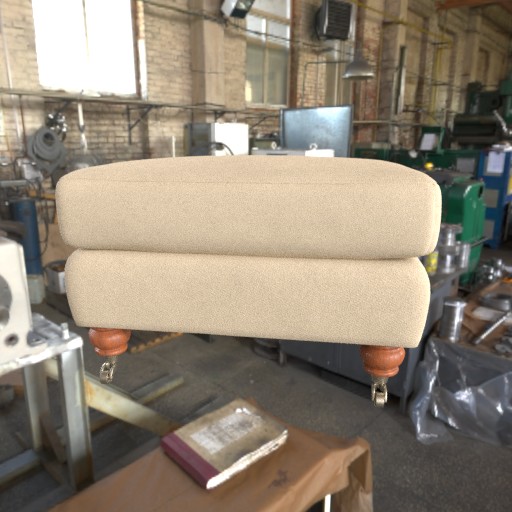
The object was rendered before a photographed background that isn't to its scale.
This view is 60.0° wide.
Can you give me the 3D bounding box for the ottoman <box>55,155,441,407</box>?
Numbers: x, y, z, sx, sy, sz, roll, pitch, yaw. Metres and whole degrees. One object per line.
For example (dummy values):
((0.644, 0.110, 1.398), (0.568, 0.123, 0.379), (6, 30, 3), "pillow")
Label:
((0.000, 0.000, 1.143), (0.773, 0.504, 0.569), (2, 14, 8), "ottoman")
